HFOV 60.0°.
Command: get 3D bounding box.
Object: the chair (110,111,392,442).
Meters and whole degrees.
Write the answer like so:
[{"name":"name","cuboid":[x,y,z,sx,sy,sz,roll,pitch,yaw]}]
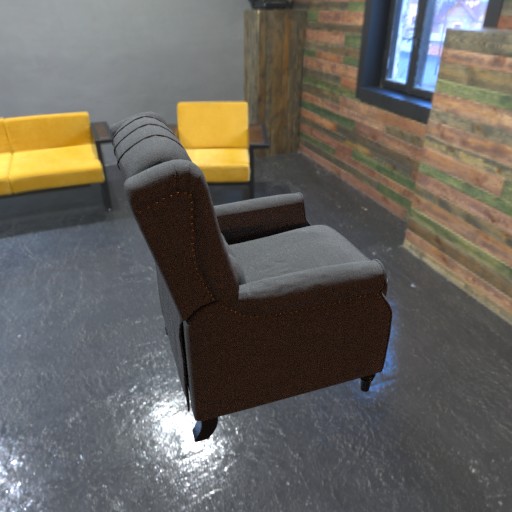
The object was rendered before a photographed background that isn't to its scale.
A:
[{"name":"chair","cuboid":[0.000,0.000,1.669,0.898,1.035,0.742,-10,31,-17]}]
